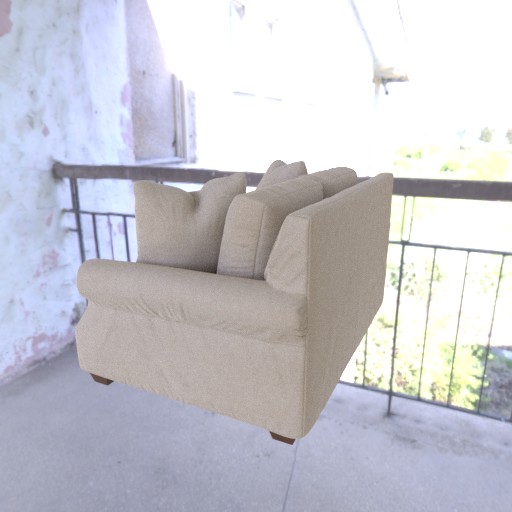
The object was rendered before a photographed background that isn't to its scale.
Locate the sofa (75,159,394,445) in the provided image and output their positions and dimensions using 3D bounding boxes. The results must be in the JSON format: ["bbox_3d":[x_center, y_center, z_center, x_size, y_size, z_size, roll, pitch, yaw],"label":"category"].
[{"bbox_3d":[0.000,0.000,2.209,1.070,0.905,1.550,8,18,25],"label":"sofa"}]
